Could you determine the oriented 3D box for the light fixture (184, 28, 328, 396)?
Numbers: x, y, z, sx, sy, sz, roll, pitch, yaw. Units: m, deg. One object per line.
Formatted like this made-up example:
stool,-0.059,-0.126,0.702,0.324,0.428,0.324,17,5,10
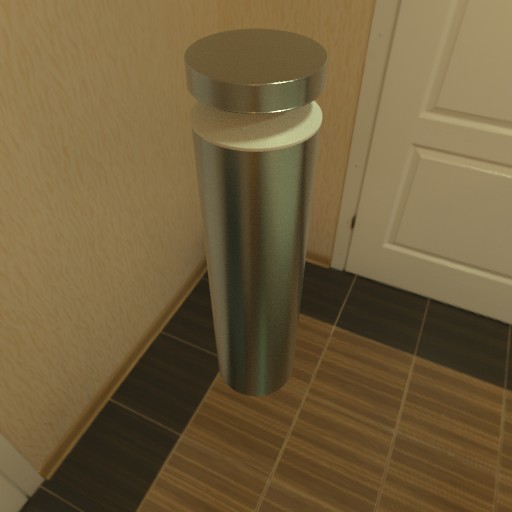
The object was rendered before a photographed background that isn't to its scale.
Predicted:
light fixture,0.000,0.000,0.451,0.102,0.400,0.102,-3,45,-3
